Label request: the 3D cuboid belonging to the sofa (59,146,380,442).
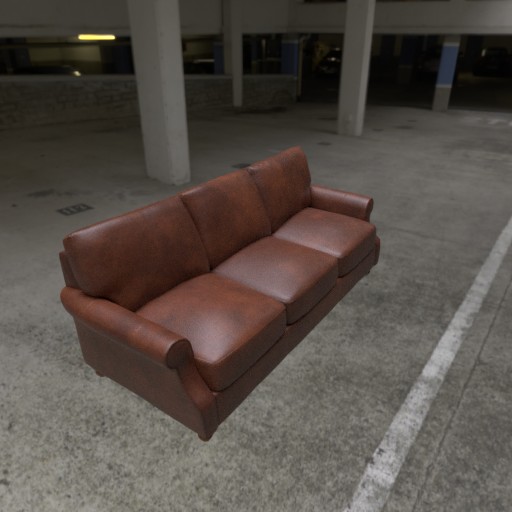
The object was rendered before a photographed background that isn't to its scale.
[{"bbox_3d":[0.000,0.000,2.935,0.973,0.977,2.351,18,32,31],"label":"sofa"}]
